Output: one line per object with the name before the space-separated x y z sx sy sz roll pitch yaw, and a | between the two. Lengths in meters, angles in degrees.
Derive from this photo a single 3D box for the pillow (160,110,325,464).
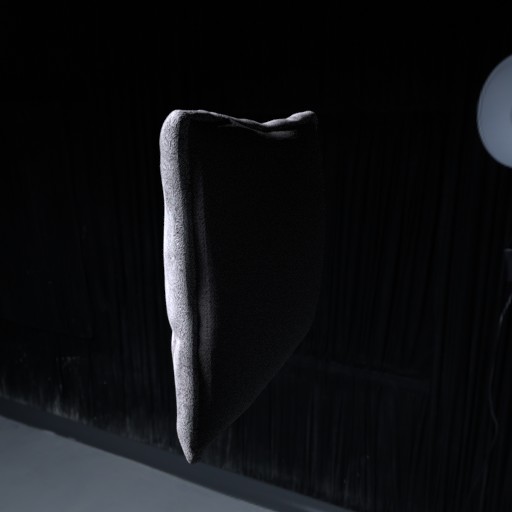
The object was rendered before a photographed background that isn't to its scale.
pillow | 0.000 0.000 0.816 0.204 0.520 0.522 8 18 24
